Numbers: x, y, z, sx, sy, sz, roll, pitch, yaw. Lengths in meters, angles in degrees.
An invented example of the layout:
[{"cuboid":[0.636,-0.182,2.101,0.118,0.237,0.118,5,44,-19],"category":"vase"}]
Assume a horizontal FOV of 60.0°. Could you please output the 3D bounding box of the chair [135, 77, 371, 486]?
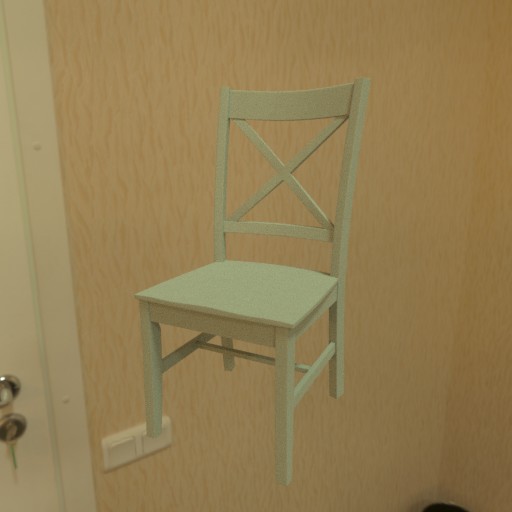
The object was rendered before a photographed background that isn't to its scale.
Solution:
[{"cuboid":[0.000,0.000,1.270,0.485,0.983,0.542,7,15,26],"category":"chair"}]
